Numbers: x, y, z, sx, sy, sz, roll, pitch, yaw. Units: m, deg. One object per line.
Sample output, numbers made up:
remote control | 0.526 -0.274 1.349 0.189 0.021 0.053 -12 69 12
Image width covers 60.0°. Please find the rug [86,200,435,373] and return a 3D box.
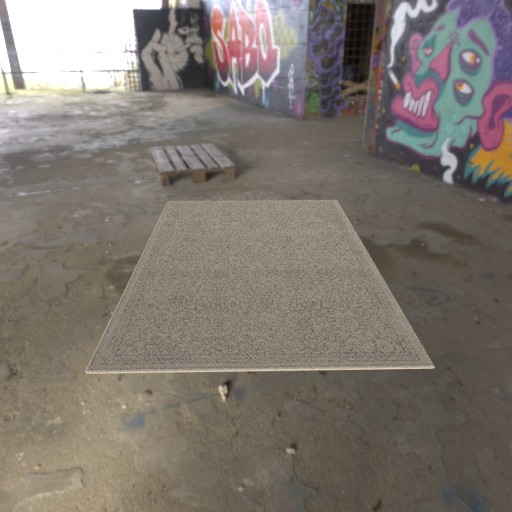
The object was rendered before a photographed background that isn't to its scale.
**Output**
rug | 0.000 0.000 2.360 1.219 0.010 1.829 -1 26 -1
